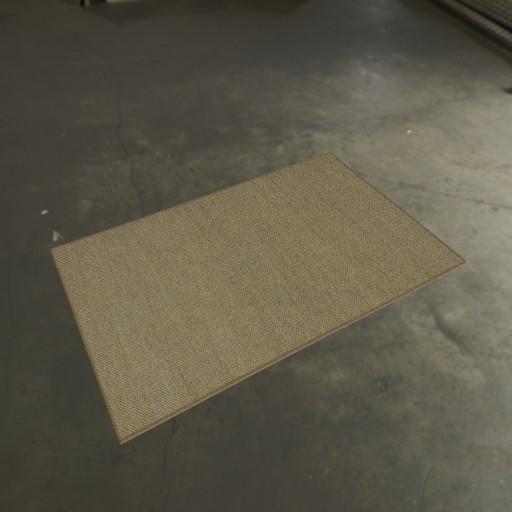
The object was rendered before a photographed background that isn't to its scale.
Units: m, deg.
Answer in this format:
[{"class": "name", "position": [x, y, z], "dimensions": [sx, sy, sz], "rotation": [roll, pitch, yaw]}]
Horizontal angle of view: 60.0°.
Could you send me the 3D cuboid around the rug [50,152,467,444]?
[{"class": "rug", "position": [0.000, 0.000, 2.088], "dimensions": [1.667, 0.013, 1.062], "rotation": [-23, 50, -20]}]
